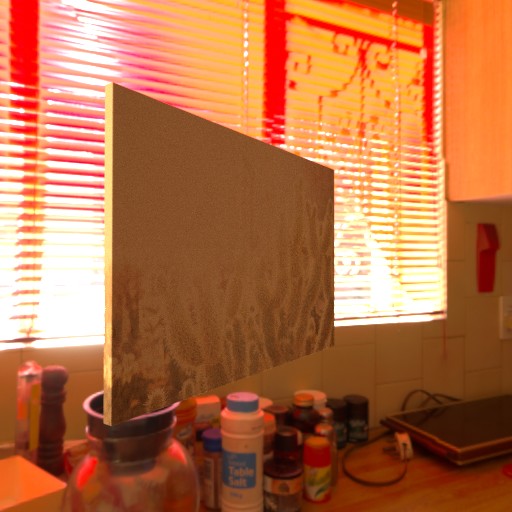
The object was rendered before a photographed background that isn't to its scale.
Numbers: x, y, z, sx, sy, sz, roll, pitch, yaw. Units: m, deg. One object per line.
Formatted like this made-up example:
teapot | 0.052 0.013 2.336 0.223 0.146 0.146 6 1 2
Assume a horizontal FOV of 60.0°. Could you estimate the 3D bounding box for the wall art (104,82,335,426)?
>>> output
wall art | 0.000 0.000 1.935 0.038 1.012 1.525 -1 -1 35
